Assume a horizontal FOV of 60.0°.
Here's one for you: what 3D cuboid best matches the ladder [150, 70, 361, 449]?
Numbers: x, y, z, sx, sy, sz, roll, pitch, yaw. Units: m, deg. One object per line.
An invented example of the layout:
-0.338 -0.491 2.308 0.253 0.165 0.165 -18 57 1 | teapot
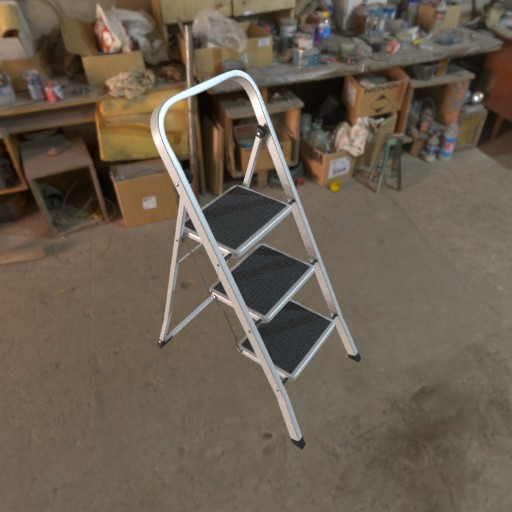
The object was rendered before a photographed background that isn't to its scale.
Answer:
0.000 0.000 1.451 0.711 1.050 0.460 25 46 26 | ladder
